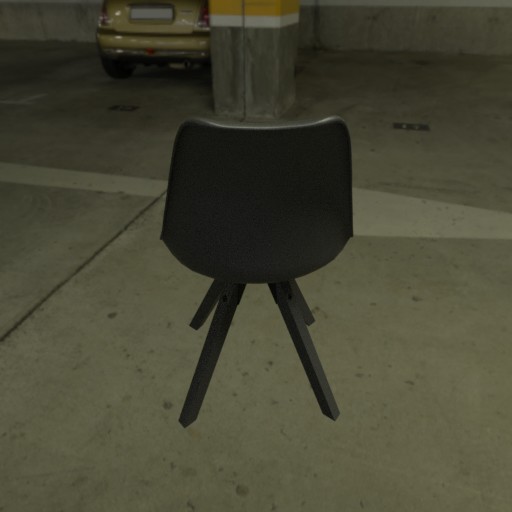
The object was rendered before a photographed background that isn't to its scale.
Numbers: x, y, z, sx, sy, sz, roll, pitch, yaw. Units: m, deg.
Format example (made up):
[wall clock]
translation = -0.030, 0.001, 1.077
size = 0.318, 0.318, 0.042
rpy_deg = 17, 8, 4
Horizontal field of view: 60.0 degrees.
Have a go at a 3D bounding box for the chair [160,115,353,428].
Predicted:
[chair]
translation = 0.000, 0.000, 1.173
size = 0.485, 0.850, 0.550
rpy_deg = -2, 31, -3
